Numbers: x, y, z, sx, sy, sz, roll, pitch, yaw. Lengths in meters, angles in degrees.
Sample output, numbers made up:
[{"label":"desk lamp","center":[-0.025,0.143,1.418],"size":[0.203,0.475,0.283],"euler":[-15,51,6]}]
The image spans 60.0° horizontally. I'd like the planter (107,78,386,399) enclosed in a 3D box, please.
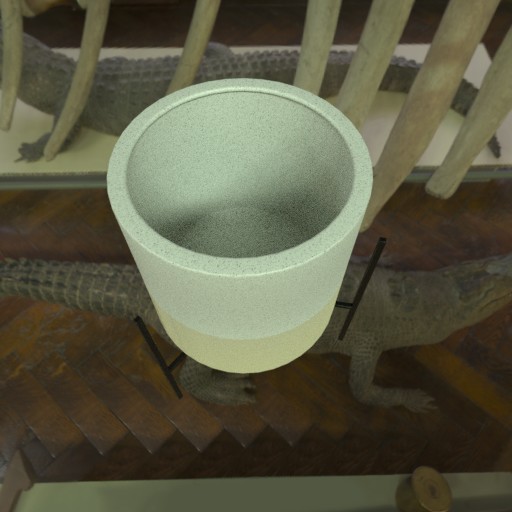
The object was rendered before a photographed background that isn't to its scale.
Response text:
[{"label":"planter","center":[0.000,0.000,0.554],"size":[0.267,0.362,0.263],"euler":[-2,58,-1]}]
